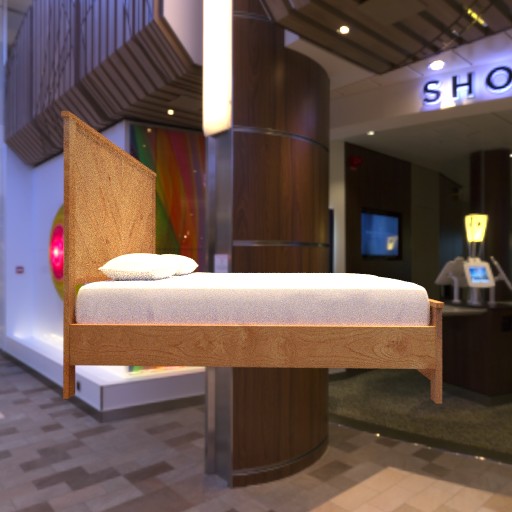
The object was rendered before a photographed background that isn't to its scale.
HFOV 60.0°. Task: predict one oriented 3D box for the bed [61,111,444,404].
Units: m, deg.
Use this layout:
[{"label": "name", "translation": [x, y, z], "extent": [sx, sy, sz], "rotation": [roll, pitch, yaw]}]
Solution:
[{"label": "bed", "translation": [0.000, 0.000, 4.036], "extent": [2.530, 1.938, 2.225], "rotation": [0, 0, 2]}]
